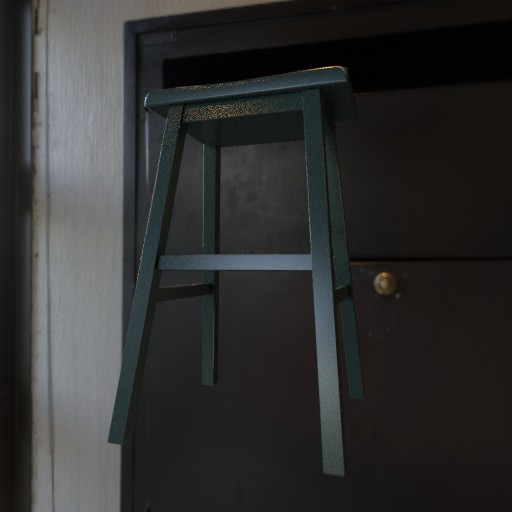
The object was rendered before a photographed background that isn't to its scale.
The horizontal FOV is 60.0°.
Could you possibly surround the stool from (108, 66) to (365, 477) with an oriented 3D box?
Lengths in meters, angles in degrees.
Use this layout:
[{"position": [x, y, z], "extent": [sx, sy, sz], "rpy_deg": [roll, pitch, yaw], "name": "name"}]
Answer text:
[{"position": [0.000, 0.000, 1.030], "extent": [0.457, 0.737, 0.476], "rpy_deg": [0, -1, 18], "name": "stool"}]
